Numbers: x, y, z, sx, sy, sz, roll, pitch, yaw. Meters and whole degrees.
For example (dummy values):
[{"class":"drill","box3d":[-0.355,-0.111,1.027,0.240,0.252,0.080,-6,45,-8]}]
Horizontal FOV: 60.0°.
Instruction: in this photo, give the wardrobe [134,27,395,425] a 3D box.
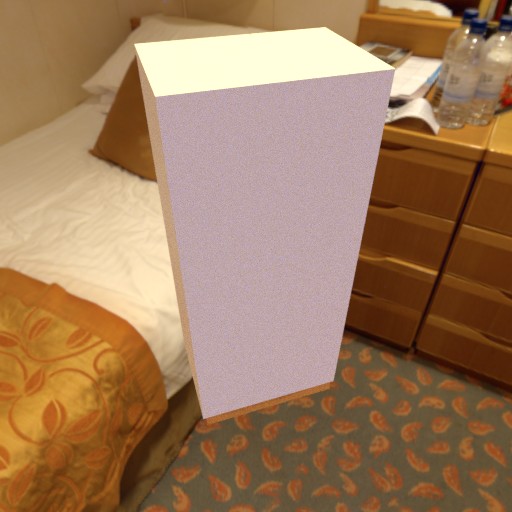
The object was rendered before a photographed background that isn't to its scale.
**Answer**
[{"class":"wardrobe","box3d":[0.000,0.000,2.375,0.860,2.040,0.600,-12,42,-13]}]
